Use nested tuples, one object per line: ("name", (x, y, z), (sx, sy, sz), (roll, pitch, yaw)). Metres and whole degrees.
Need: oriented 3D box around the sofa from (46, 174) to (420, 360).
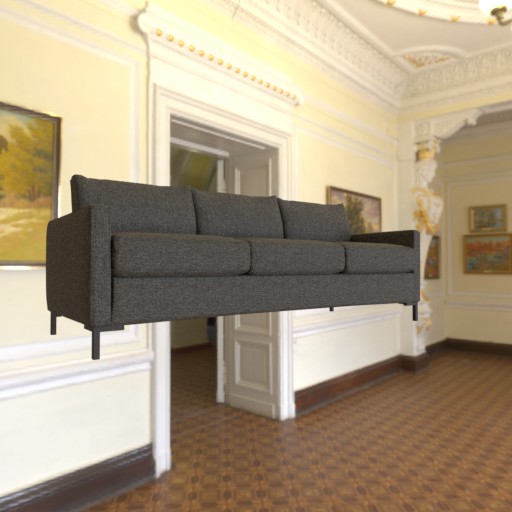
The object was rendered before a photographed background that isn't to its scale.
("sofa", (0.000, 0.000, 2.743), (2.253, 0.879, 0.876), (1, -2, -36))
